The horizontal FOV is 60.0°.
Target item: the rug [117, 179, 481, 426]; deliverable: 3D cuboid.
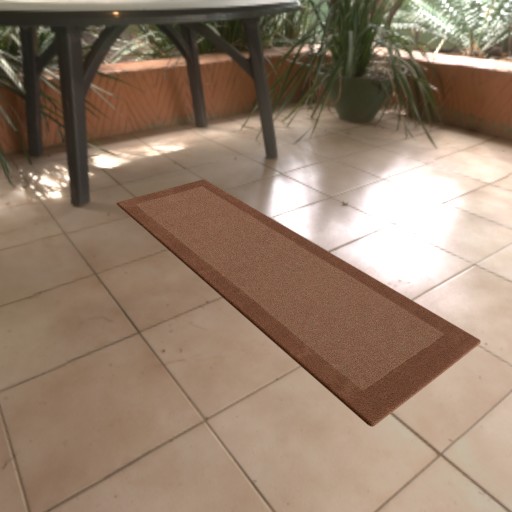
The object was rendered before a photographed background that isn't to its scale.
[{"bbox_3d":[0.000,0.000,2.668,0.764,0.017,2.439,-22,38,-31],"label":"rug"}]
